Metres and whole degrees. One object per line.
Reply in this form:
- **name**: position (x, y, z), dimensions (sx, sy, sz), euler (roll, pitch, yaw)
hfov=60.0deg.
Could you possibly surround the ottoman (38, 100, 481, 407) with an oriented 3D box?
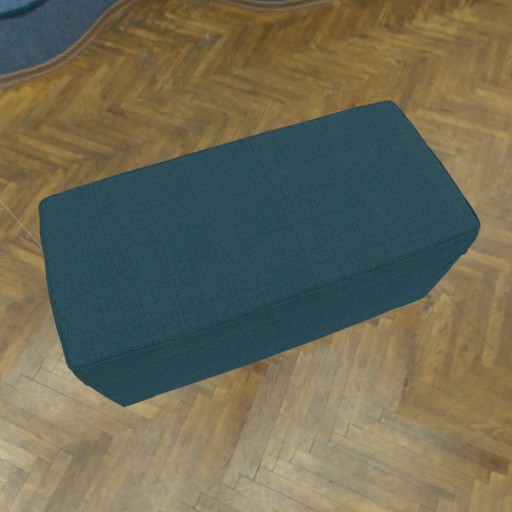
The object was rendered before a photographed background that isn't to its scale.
- **ottoman**: position (0.000, 0.000, 1.194), dimensions (0.943, 0.474, 0.474), euler (-18, 64, -9)
